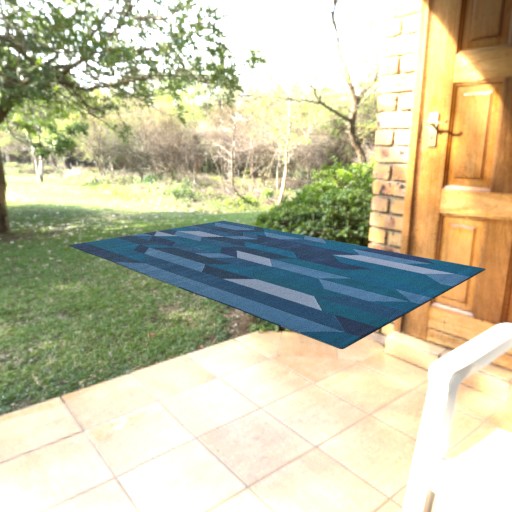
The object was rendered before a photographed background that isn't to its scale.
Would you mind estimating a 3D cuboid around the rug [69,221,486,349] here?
[{"bbox_3d":[0.000,0.000,2.989,2.420,0.005,1.528,14,20,43],"label":"rug"}]
